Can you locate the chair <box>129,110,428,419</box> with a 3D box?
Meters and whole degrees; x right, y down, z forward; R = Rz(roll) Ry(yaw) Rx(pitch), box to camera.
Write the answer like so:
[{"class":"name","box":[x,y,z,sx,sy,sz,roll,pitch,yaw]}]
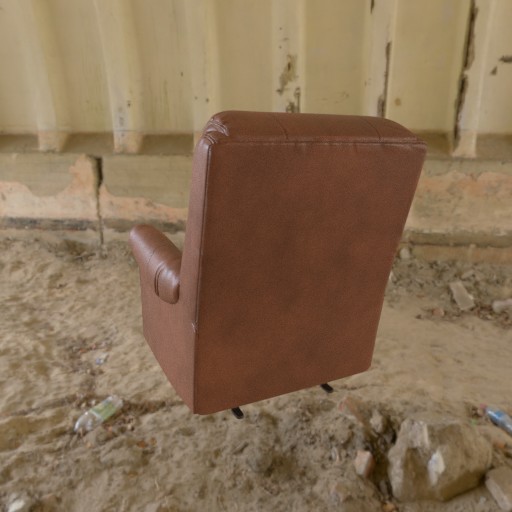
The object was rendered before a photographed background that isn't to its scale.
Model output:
[{"class":"chair","box":[0.000,0.000,1.786,0.838,1.054,1.014,-7,15,-25]}]
